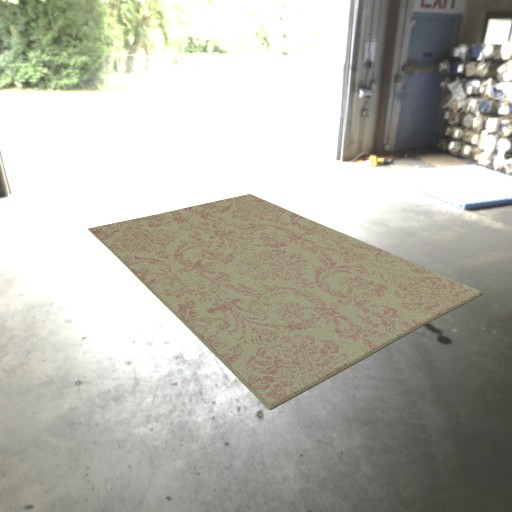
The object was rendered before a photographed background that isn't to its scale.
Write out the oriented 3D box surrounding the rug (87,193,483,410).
[{"bbox_3d":[0.000,0.000,2.357,1.219,0.012,1.839,-17,30,-32],"label":"rug"}]
